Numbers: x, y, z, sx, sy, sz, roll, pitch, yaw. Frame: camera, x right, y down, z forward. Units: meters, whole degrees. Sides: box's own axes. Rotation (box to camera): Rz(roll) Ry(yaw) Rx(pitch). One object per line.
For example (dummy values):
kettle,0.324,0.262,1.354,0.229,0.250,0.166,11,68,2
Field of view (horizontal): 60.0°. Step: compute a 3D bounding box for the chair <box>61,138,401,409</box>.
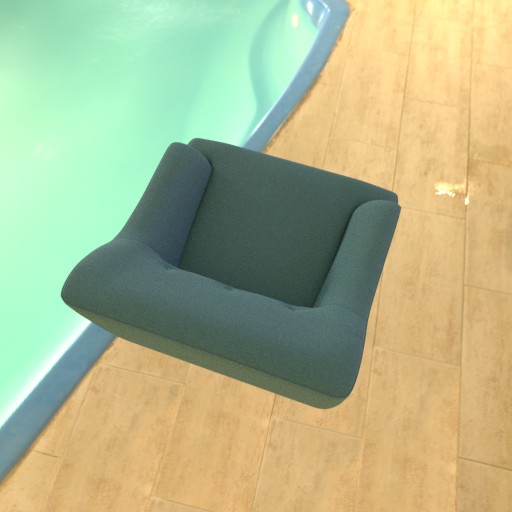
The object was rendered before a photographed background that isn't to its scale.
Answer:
chair,0.000,0.000,1.659,0.946,0.818,0.951,17,65,8
